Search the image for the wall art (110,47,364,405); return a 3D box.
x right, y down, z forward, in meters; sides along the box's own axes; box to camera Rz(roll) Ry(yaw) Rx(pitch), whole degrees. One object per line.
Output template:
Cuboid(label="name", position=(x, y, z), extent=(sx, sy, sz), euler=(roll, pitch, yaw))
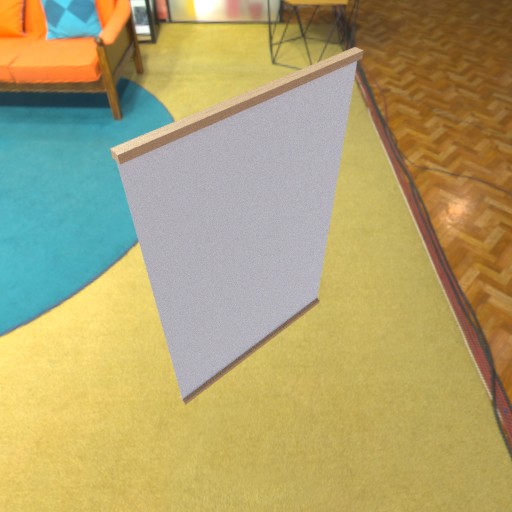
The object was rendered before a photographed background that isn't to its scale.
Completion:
Cuboid(label="wall art", position=(0.000, 0.000, 0.785), extent=(0.401, 0.611, 0.016), euler=(-33, 55, -26))
